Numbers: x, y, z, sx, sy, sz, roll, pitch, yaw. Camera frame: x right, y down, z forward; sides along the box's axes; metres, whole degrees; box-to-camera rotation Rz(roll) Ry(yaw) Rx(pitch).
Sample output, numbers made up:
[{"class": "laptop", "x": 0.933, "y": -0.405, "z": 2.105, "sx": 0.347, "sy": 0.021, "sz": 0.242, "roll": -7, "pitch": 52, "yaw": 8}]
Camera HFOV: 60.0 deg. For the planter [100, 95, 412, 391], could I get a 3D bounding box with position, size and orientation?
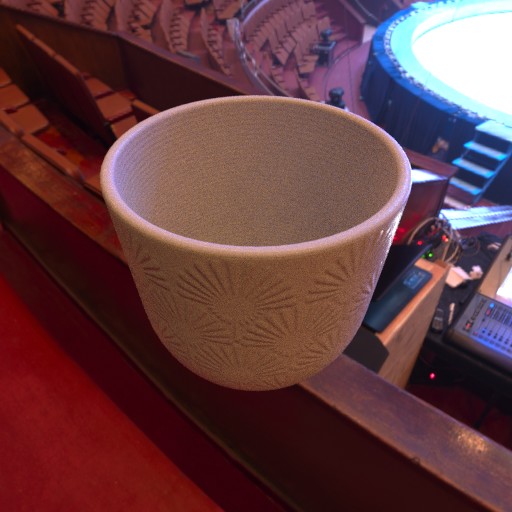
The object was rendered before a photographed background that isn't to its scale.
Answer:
[{"class": "planter", "x": 0.000, "y": 0.000, "z": 0.298, "sx": 0.170, "sy": 0.152, "sz": 0.170, "roll": 0, "pitch": 42, "yaw": 0}]
